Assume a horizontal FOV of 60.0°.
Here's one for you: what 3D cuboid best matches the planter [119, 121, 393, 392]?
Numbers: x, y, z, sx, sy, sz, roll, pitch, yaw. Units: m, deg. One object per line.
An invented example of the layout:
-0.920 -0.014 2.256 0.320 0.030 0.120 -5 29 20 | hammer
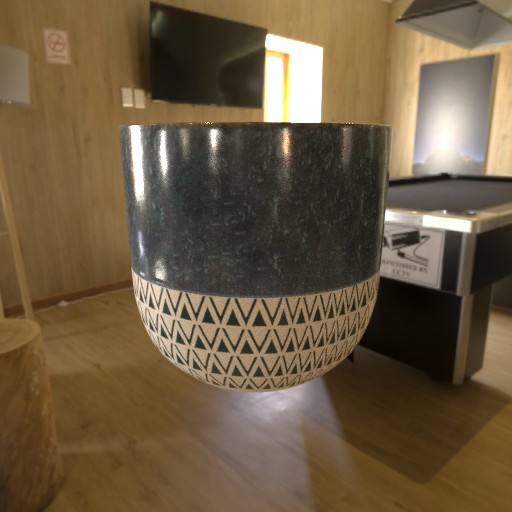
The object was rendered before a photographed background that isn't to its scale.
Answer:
0.000 0.000 0.482 0.266 0.270 0.266 0 15 0 | planter
